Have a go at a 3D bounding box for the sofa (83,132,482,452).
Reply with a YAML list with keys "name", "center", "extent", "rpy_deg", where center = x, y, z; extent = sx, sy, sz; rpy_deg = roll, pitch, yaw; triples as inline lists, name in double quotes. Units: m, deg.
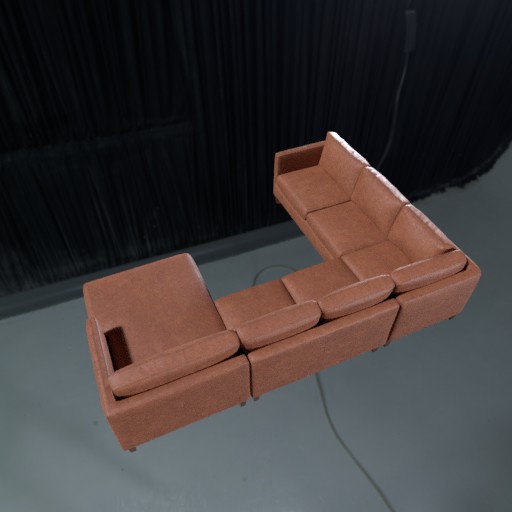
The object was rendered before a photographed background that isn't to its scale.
- name: "sofa"
  center: [0.000, 0.000, 4.574]
  extent: [3.460, 0.923, 2.593]
  rpy_deg: [-17, 48, -16]
